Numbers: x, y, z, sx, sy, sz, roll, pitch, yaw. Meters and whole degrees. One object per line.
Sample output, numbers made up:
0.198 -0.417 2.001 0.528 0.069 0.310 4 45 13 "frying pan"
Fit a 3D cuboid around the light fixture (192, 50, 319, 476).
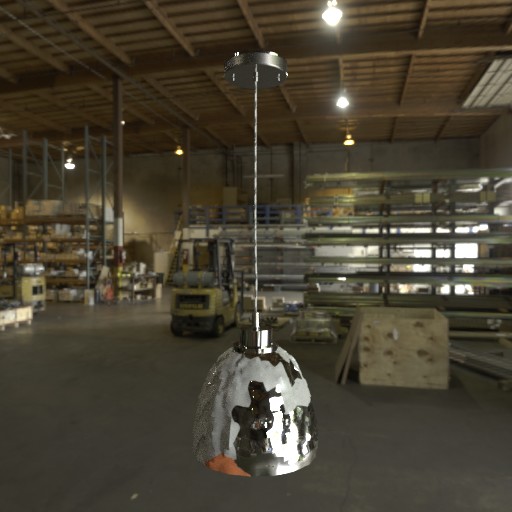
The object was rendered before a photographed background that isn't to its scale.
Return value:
0.000 0.000 1.758 0.496 1.511 0.500 0 0 0 "light fixture"
